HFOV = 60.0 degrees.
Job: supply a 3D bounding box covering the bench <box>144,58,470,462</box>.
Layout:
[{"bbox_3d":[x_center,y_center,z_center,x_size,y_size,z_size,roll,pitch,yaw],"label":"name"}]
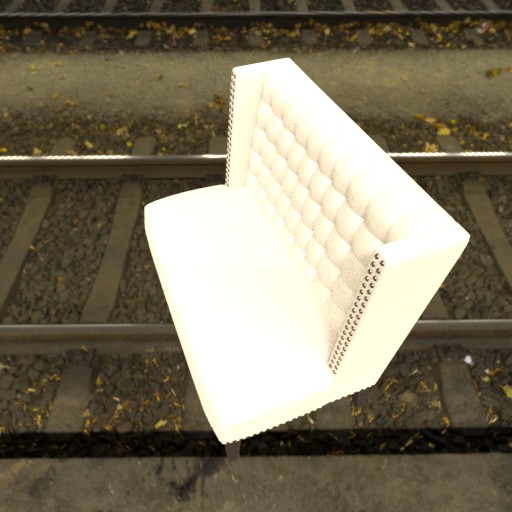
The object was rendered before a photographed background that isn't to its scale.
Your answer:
[{"bbox_3d":[0.000,0.000,1.977,0.847,1.123,1.280,-17,50,-14],"label":"bench"}]
